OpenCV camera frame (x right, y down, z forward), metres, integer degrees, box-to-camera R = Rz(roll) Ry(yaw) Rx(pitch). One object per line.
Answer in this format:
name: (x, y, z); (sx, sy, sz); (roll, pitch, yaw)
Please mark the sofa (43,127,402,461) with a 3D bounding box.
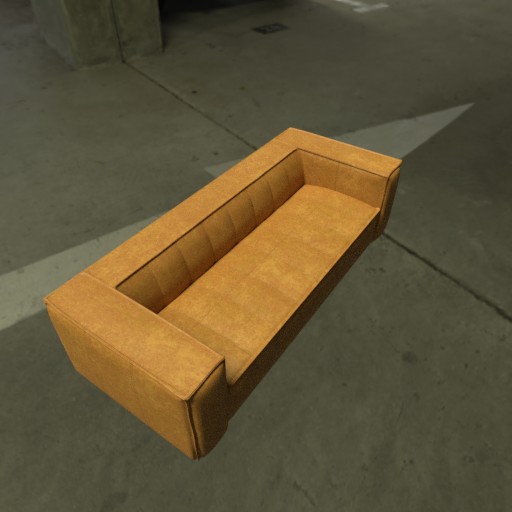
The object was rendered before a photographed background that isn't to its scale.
sofa: (0.000, 0.000, 3.146); (1.102, 0.701, 2.581); (25, 47, 25)
